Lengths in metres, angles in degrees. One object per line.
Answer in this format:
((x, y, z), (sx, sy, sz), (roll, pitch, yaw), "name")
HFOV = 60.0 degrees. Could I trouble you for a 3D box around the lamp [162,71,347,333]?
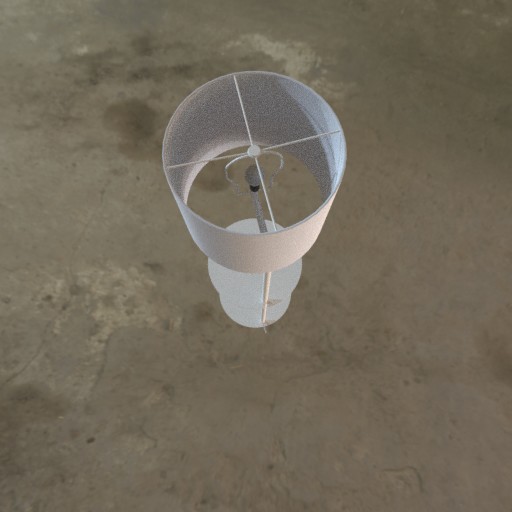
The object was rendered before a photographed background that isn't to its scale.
((0.000, 0.000, 1.594), (0.372, 1.465, 0.405), (-13, 74, -4), "lamp")
